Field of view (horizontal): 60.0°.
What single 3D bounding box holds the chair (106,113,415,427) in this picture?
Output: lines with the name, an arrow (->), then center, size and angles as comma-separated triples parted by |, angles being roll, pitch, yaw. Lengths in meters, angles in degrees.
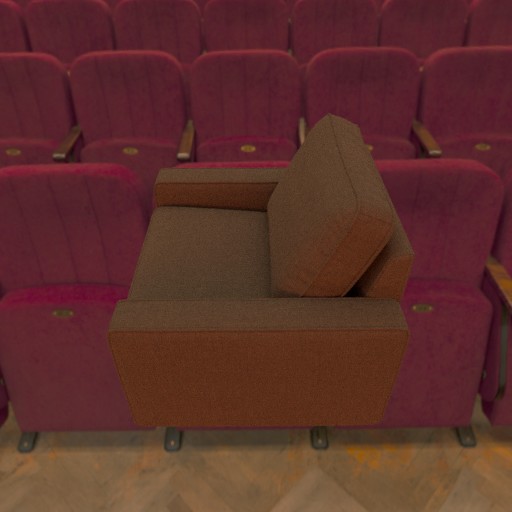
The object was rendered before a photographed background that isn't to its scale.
chair -> 0.000, 0.000, 1.766 | 0.940, 0.919, 1.017 | 0, 40, 0
